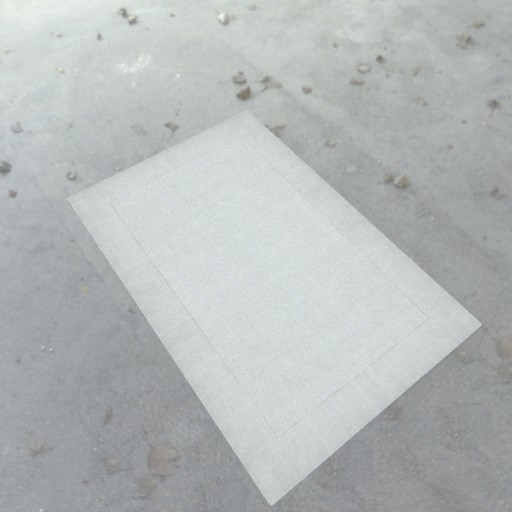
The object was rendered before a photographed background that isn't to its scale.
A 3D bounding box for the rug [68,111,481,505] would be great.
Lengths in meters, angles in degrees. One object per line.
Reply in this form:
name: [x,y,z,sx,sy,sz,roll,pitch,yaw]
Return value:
rug: [0.000,0.000,2.225,1.219,0.013,1.829,-32,63,-19]
